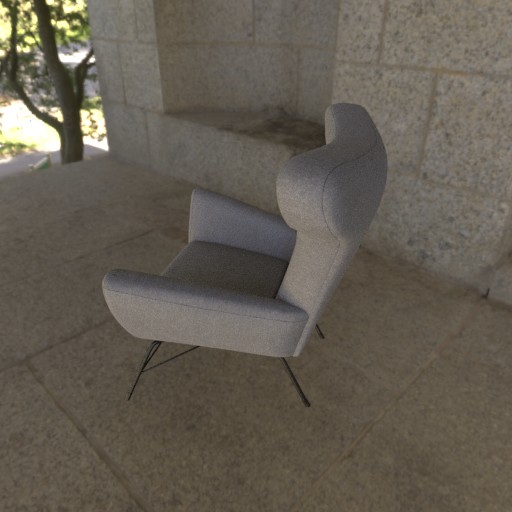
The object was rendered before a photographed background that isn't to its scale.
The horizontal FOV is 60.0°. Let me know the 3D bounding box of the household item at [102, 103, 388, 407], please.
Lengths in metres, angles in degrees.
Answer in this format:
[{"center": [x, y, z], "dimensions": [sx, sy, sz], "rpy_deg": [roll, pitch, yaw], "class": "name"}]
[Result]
[{"center": [0.000, 0.000, 1.753], "dimensions": [0.900, 1.050, 0.980], "rpy_deg": [7, 30, 13], "class": "household item"}]
